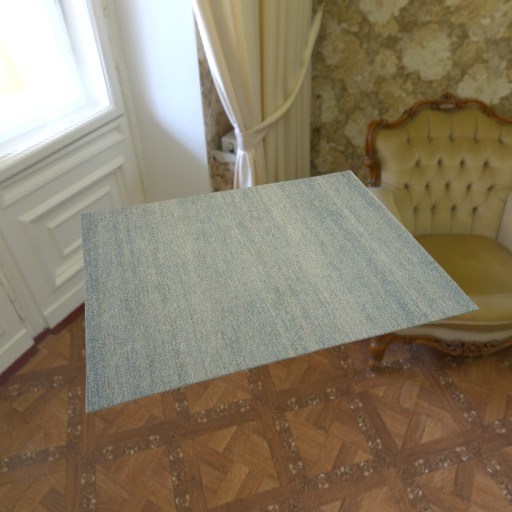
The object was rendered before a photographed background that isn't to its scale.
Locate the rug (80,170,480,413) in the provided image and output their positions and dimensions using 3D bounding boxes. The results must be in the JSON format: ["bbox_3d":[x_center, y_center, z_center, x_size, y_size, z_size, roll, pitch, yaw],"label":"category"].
[{"bbox_3d":[0.000,0.000,4.283,3.237,0.046,2.461,-11,42,-13],"label":"rug"}]
